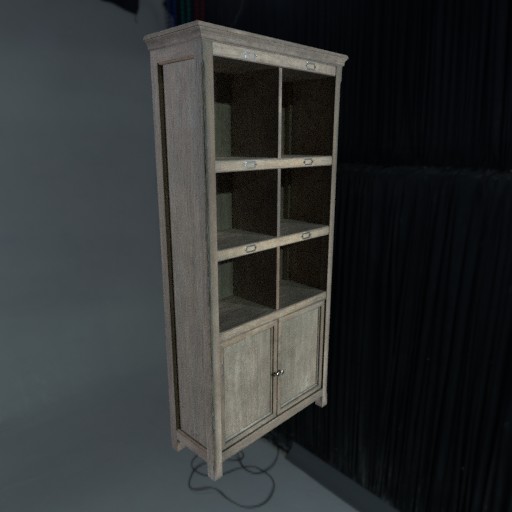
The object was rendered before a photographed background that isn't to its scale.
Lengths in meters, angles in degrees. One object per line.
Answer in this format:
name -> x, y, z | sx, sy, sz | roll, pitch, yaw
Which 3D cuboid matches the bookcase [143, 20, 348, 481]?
bookcase -> 0.000, 0.000, 2.155 | 0.348, 1.880, 0.906 | 14, 20, 43
